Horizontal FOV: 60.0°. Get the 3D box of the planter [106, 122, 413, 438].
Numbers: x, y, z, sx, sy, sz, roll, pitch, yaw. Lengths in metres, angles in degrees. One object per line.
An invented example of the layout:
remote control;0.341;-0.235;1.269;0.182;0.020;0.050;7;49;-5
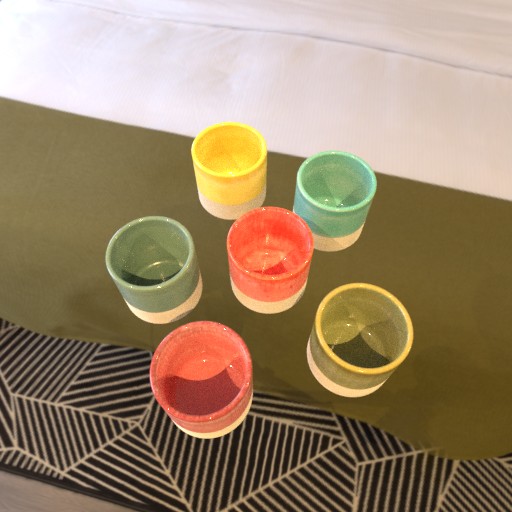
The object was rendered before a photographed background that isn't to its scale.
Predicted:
planter;0.000;0.000;0.416;0.257;0.075;0.286;-15;60;-9
